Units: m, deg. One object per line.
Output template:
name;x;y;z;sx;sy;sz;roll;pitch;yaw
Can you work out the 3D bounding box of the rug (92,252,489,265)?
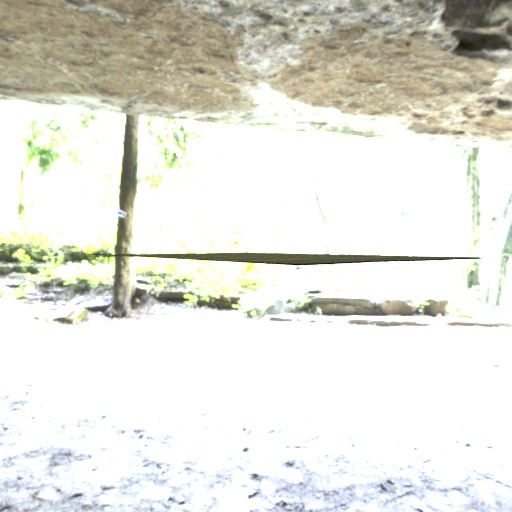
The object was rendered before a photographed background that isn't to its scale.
rug;0.000;0.000;3.072;1.520;0.011;2.447;-1;2;-37
